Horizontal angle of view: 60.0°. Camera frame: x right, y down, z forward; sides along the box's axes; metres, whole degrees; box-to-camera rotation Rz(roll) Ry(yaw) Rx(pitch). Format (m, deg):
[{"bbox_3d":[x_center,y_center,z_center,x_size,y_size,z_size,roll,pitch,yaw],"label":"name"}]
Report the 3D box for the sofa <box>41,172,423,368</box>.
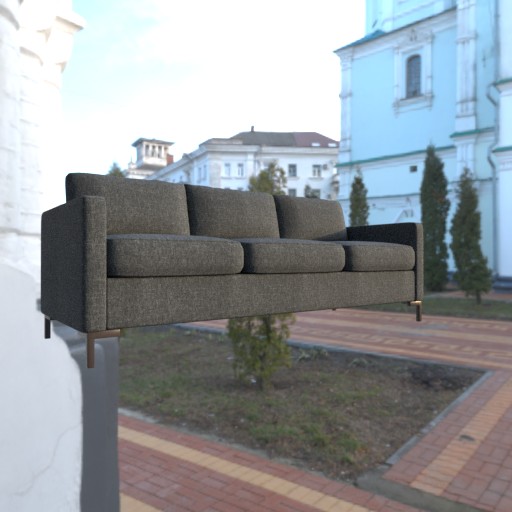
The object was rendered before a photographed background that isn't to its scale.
[{"bbox_3d":[0.000,0.000,2.659,2.218,0.874,0.859,0,-1,-36],"label":"sofa"}]
